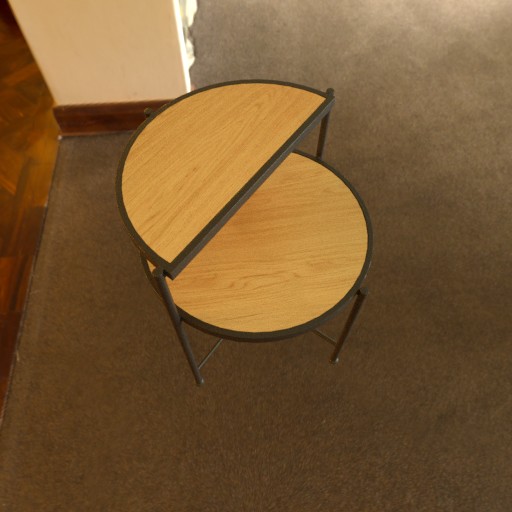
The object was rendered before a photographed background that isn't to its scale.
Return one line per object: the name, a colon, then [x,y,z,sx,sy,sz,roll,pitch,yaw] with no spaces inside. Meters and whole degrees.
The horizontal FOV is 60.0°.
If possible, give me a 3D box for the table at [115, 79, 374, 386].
table: [0.000,0.000,1.199,0.628,0.684,0.629,31,63,18]
